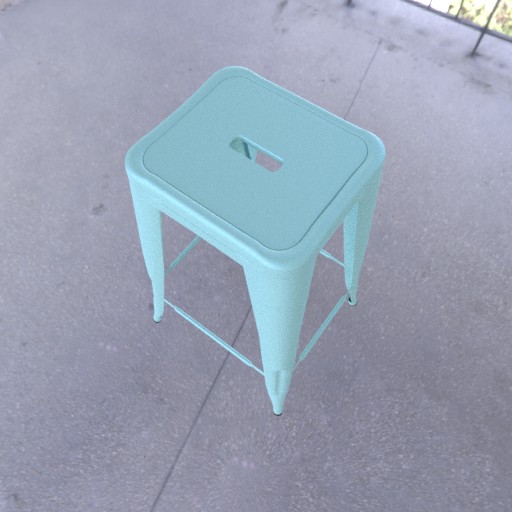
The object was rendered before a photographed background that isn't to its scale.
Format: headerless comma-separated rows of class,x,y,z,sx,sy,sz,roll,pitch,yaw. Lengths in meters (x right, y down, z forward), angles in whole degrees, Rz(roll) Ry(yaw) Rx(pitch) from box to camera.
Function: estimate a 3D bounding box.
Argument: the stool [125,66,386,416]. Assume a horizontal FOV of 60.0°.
stool,0.000,0.000,0.868,0.399,0.609,0.359,33,67,16
